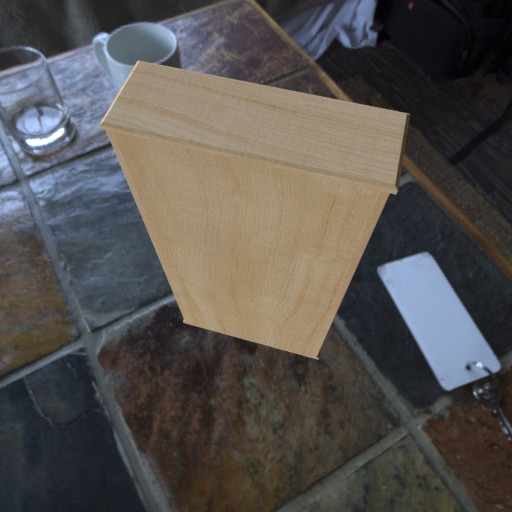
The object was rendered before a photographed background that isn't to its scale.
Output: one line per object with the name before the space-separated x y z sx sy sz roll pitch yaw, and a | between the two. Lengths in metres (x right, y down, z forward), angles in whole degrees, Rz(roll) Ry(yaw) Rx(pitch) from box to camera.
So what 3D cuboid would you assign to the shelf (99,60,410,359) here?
shelf | 0.000 0.000 1.231 0.520 1.030 0.175 14 63 7
